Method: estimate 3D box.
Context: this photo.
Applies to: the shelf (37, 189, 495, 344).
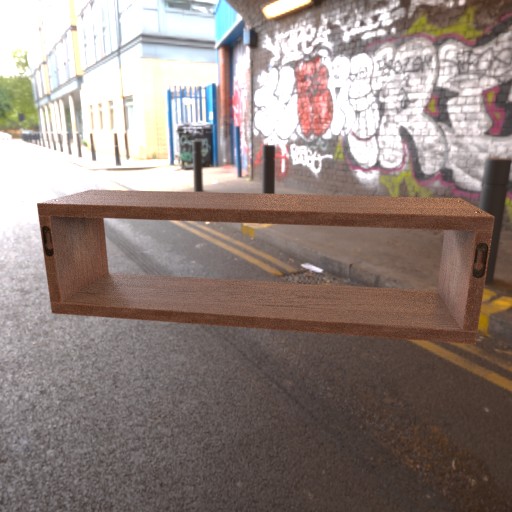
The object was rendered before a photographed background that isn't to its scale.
[{"bbox_3d":[0.000,0.000,0.678,0.610,0.170,0.150,3,16,9],"label":"shelf"}]
